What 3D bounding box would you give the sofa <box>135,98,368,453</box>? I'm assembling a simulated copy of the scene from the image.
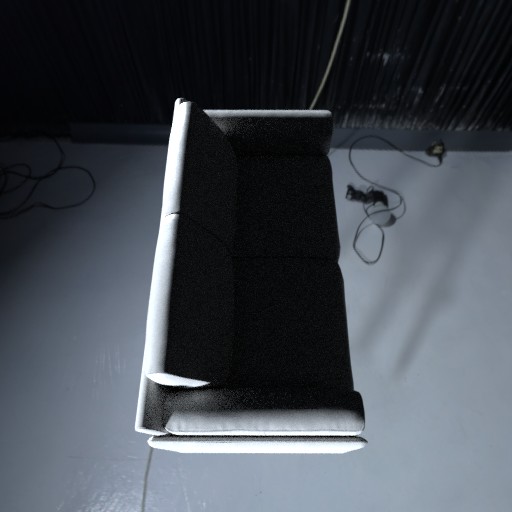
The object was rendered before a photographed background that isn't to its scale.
[{"bbox_3d":[0.000,0.000,2.611,1.049,0.930,2.101,0,62,0],"label":"sofa"}]
